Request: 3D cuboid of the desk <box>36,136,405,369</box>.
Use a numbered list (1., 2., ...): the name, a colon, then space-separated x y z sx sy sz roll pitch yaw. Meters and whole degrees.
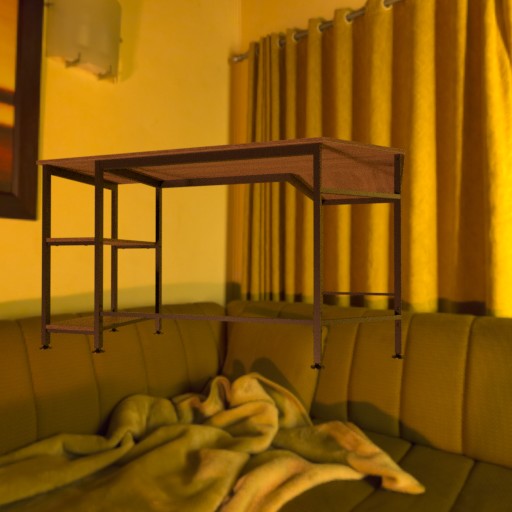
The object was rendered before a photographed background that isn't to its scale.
1. desk: 0.000 0.000 2.189 1.379 0.739 1.379 0 -1 17
